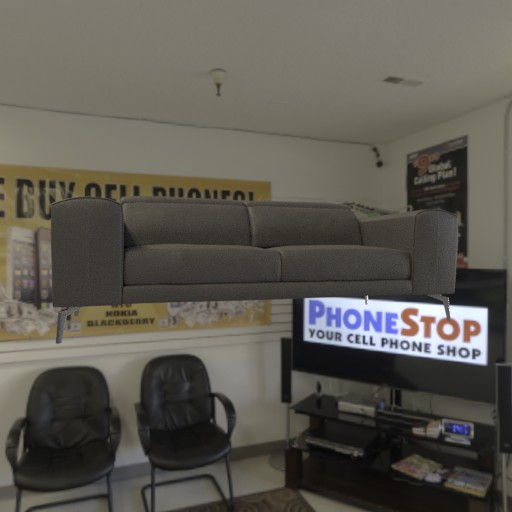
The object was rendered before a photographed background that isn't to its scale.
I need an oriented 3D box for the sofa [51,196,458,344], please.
[{"bbox_3d":[0.000,0.000,2.865,2.330,0.814,1.048,0,0,-18],"label":"sofa"}]
